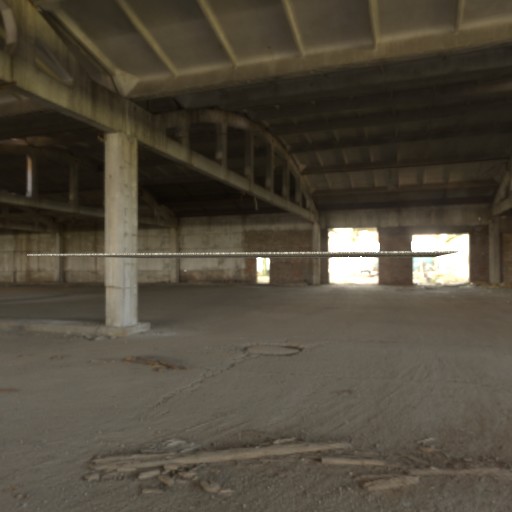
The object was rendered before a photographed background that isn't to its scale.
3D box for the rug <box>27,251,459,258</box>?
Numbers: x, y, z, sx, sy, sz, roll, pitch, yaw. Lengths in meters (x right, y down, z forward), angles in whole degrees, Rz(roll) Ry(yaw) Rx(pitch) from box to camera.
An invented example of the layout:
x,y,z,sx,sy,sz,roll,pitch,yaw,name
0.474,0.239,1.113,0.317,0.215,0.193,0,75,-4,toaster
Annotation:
x,y,z,sx,sy,sz,roll,pitch,yaw,name
0.000,0.000,2.317,1.815,0.007,1.226,0,-1,19,rug
